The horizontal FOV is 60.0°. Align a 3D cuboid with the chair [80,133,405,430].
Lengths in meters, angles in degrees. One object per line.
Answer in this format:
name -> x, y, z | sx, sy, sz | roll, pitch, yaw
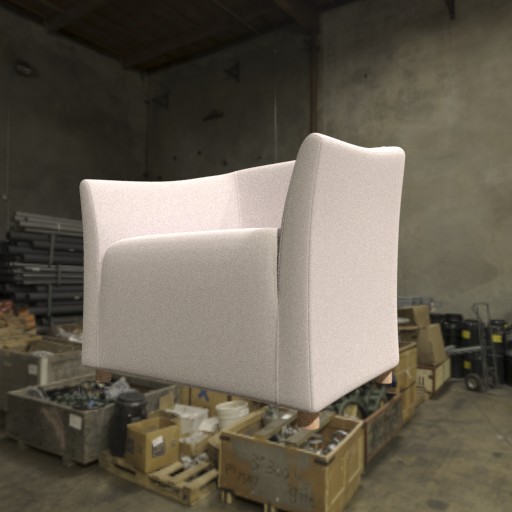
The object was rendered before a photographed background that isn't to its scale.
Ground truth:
chair -> 0.000, 0.000, 1.335 | 0.790, 0.720, 0.700 | -2, -3, 35
